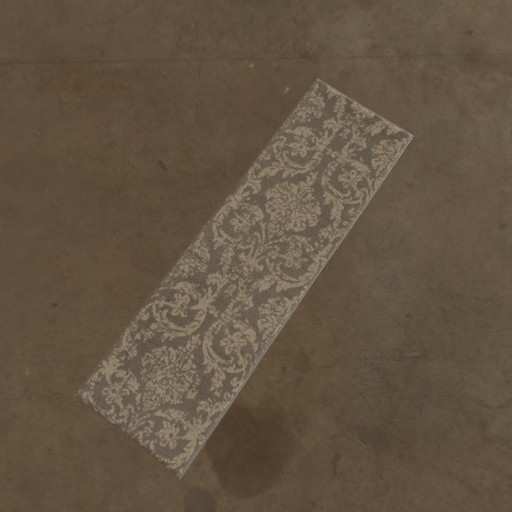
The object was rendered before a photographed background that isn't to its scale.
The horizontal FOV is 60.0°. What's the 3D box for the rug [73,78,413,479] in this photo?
[{"bbox_3d":[0.000,0.000,2.357,0.662,0.011,2.196,34,78,8],"label":"rug"}]
